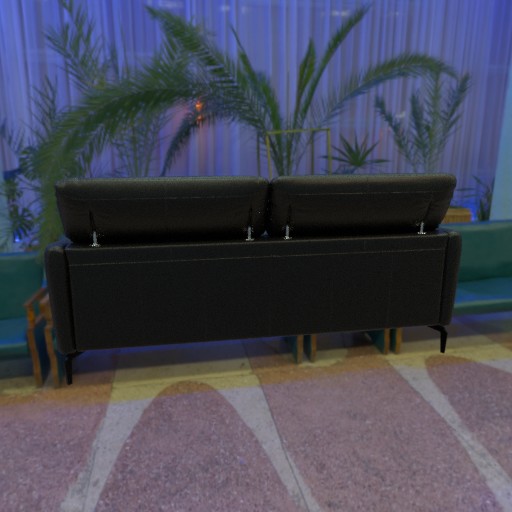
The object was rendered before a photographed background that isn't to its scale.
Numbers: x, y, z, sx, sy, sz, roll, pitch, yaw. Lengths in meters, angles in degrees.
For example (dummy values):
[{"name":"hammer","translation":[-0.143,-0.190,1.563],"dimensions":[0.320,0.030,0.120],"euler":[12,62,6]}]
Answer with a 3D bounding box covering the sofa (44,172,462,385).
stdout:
[{"name":"sofa","translation":[0.000,0.000,2.486],"dimensions":[2.069,0.957,0.856],"euler":[-2,15,-9]}]
